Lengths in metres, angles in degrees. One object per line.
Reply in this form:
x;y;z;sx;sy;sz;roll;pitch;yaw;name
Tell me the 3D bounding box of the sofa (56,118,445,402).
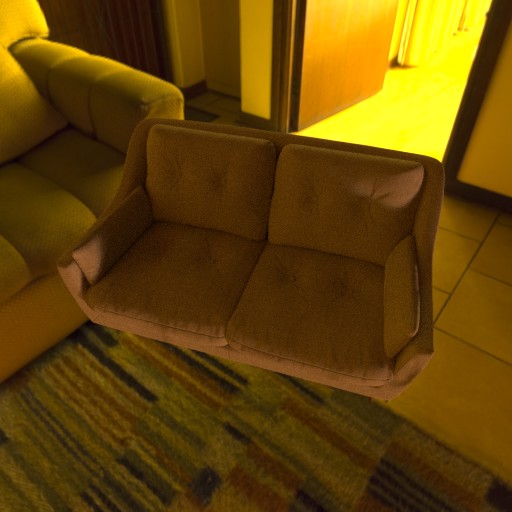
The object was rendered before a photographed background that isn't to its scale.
0.000;0.000;2.193;1.652;0.888;0.965;12;43;13;sofa
